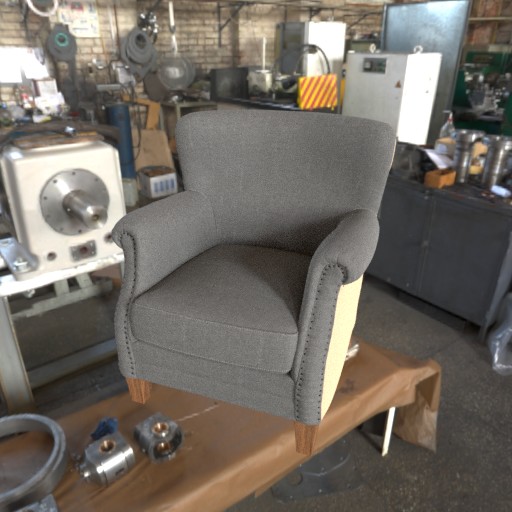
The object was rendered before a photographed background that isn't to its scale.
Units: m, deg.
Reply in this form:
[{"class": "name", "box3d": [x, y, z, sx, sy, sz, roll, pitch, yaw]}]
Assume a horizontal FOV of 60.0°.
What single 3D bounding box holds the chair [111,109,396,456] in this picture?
[{"class": "chair", "box3d": [0.000, 0.000, 1.642, 0.861, 0.936, 0.921, 9, 27, 18]}]
